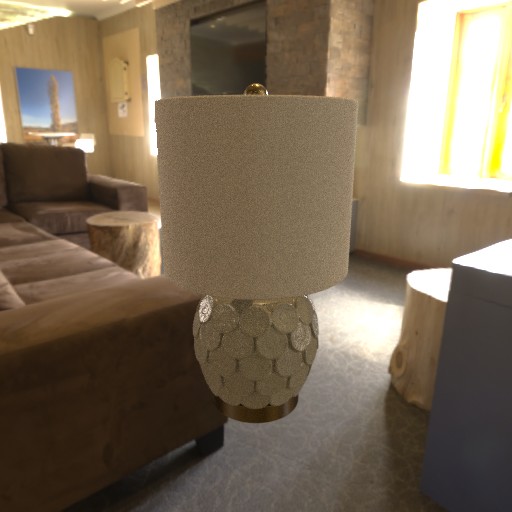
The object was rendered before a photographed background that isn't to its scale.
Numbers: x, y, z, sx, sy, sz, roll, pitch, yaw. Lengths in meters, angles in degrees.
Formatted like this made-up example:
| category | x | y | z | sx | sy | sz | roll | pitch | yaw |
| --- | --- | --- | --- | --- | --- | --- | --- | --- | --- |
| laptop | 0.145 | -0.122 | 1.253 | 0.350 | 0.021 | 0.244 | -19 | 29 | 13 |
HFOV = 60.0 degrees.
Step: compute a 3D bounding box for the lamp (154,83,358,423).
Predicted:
| category | x | y | z | sx | sy | sz | roll | pitch | yaw |
| --- | --- | --- | --- | --- | --- | --- | --- | --- | --- |
| lamp | 0.000 | 0.000 | 0.621 | 0.254 | 0.452 | 0.254 | 0 | 16 | 0 |
